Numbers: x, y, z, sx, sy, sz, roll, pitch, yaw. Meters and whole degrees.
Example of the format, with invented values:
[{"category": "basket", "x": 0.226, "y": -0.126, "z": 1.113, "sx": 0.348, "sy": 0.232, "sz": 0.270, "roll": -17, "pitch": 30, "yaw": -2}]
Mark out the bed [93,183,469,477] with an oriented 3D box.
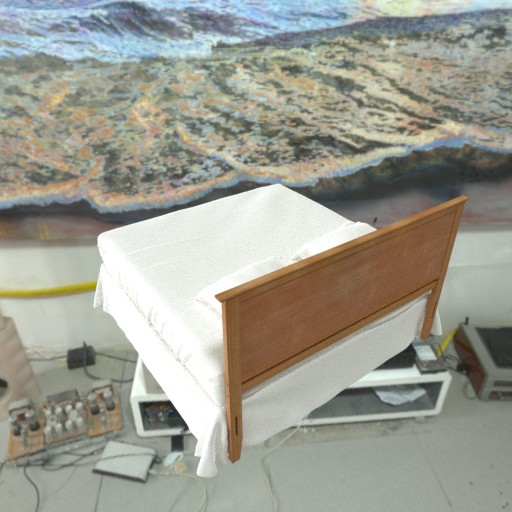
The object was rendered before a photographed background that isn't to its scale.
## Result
[{"category": "bed", "x": 0.000, "y": 0.000, "z": 3.602, "sx": 2.317, "sy": 1.270, "sz": 2.215, "roll": -20, "pitch": 37, "yaw": -30}]
